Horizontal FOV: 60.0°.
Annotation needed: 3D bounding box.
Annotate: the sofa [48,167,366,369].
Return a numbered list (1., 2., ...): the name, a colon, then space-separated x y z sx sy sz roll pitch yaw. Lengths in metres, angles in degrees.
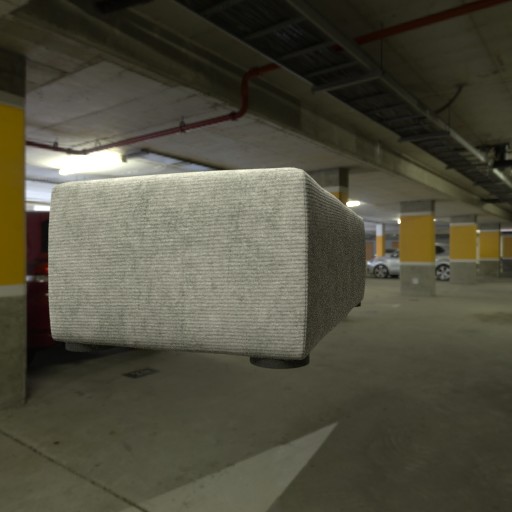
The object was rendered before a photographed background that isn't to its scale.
1. sofa: 0.000 0.000 1.139 0.480 0.330 0.930 0 0 19
